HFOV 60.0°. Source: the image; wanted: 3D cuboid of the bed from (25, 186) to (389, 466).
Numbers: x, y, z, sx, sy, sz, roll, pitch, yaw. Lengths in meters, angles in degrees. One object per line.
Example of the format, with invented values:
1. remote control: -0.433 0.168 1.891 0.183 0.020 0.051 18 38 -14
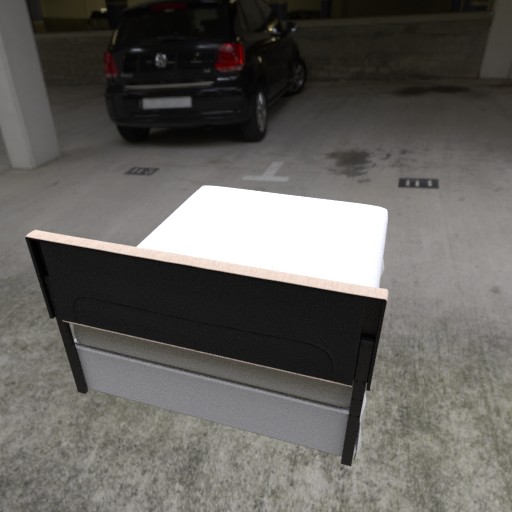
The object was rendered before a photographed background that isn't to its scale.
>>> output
1. bed: 0.000 0.000 2.800 1.616 1.016 1.876 9 33 15
